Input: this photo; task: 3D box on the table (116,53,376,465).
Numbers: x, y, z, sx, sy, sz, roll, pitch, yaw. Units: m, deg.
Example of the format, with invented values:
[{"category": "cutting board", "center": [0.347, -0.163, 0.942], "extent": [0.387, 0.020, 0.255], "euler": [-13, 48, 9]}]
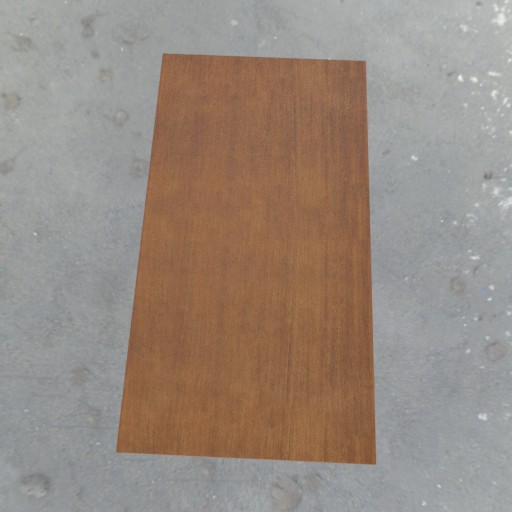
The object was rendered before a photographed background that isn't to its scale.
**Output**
[{"category": "table", "center": [0.000, 0.000, 1.265], "extent": [0.549, 0.419, 1.000], "euler": [2, 75, 1]}]
